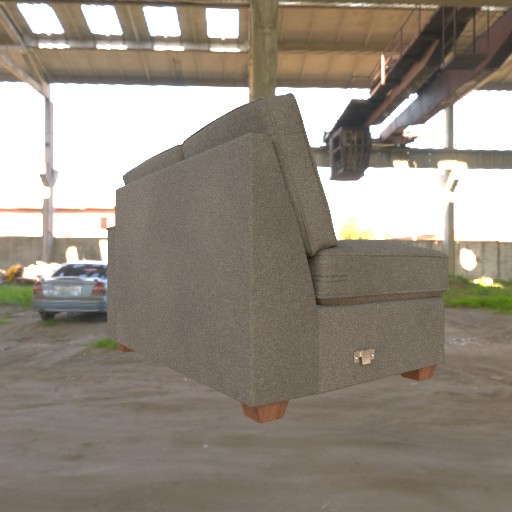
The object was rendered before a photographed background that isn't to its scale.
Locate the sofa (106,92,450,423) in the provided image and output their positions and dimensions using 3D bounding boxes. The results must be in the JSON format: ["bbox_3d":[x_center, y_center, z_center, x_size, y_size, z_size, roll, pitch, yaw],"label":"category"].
[{"bbox_3d":[0.000,0.000,2.058,0.991,0.989,1.388,0,-1,-35],"label":"sofa"}]
